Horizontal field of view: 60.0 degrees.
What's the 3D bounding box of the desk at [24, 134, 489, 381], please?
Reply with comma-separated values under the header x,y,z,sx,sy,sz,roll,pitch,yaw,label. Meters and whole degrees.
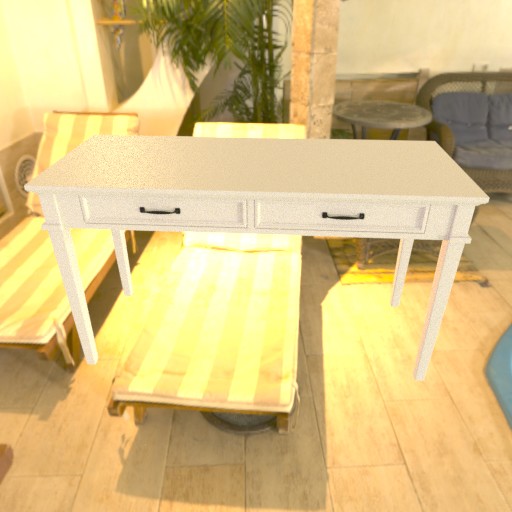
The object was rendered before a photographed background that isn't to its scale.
x,y,z,sx,sy,sz,roll,pitch,yaw,label
0.000,0.000,1.739,1.372,0.774,0.559,2,31,3,desk
